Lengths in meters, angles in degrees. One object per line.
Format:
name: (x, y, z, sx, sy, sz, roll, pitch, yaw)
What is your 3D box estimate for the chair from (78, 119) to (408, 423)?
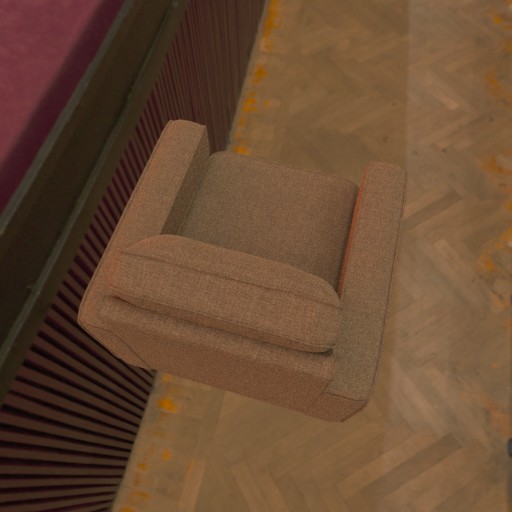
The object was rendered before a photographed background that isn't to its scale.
chair: (0.000, 0.000, 1.717, 1.016, 0.914, 0.940, 14, 65, 7)
